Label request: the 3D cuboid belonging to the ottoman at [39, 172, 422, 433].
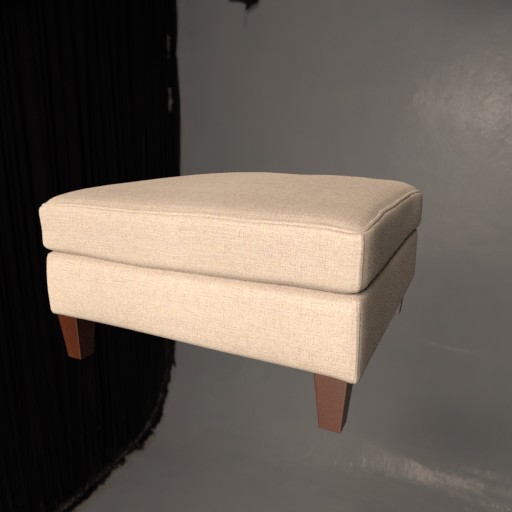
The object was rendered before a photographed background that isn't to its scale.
[{"bbox_3d":[0.000,0.000,1.328,0.838,0.481,0.838,7,15,25],"label":"ottoman"}]
